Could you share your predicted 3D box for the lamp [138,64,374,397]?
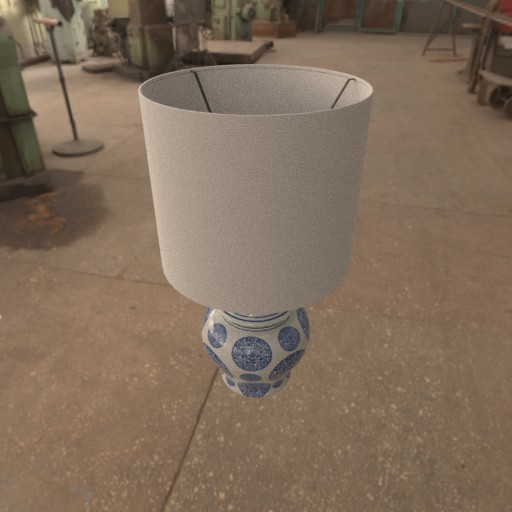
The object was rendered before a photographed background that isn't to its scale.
[{"bbox_3d":[0.000,0.000,0.517,0.215,0.381,0.215,8,34,13],"label":"lamp"}]
